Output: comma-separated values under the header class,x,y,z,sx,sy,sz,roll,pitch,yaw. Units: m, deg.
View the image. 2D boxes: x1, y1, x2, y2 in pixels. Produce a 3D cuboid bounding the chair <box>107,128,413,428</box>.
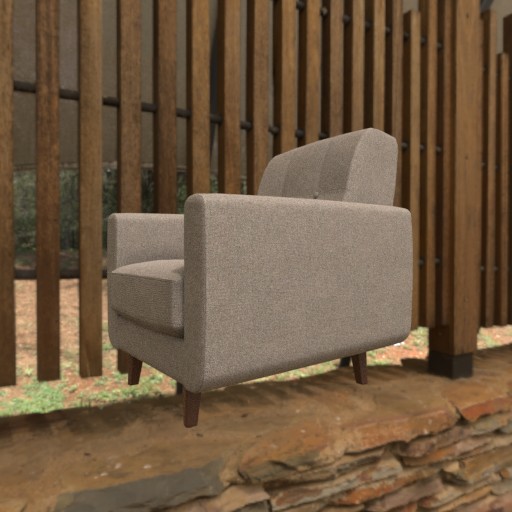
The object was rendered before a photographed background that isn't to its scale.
class,x,y,z,sx,sy,sz,roll,pitch,yaw
chair,0.000,0.000,1.699,0.942,0.968,0.845,0,1,-35
